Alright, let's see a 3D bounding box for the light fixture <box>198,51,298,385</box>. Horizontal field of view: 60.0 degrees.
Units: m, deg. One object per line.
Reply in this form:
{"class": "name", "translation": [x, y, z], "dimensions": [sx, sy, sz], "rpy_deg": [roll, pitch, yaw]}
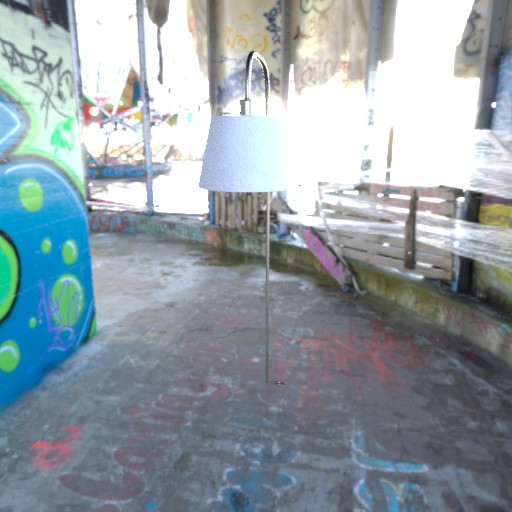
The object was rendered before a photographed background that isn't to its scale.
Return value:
{"class": "light fixture", "translation": [0.000, 0.000, 0.470], "dimensions": [0.092, 0.399, 0.176], "rpy_deg": [3, 15, 10]}
